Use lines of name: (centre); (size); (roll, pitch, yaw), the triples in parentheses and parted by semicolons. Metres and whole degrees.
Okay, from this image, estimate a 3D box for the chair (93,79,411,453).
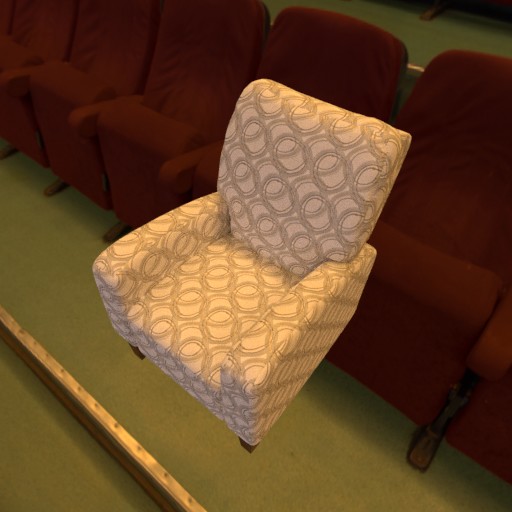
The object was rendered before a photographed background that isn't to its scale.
chair: (0.000, 0.000, 1.768); (0.796, 1.065, 0.995); (31, 54, 26)
